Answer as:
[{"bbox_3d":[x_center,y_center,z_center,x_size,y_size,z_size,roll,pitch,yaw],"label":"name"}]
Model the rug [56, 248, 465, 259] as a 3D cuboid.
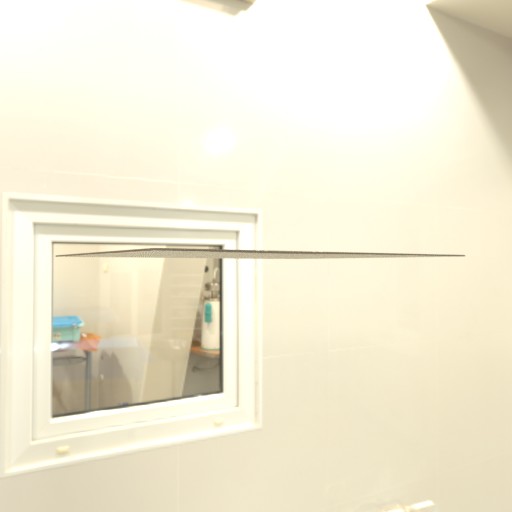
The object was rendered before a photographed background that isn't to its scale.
[{"bbox_3d":[0.000,0.000,3.980,2.895,0.018,2.288,1,-1,-36],"label":"rug"}]
